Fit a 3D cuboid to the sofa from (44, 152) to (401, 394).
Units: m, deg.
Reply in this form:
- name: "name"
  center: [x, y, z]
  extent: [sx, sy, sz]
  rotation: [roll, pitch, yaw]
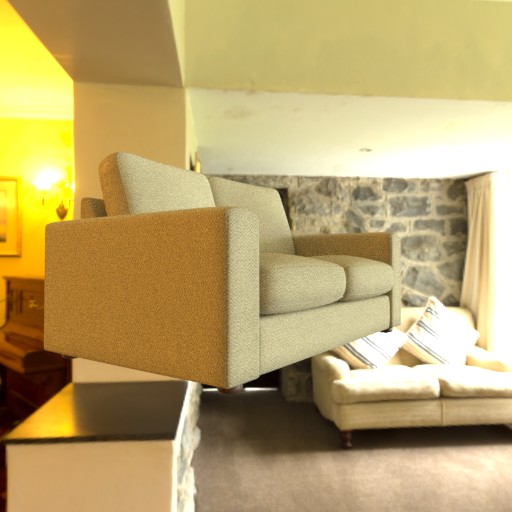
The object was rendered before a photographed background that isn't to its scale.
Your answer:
- name: "sofa"
  center: [0.000, 0.000, 2.196]
  extent: [1.016, 0.873, 1.616]
  rotation: [-1, -1, 35]
